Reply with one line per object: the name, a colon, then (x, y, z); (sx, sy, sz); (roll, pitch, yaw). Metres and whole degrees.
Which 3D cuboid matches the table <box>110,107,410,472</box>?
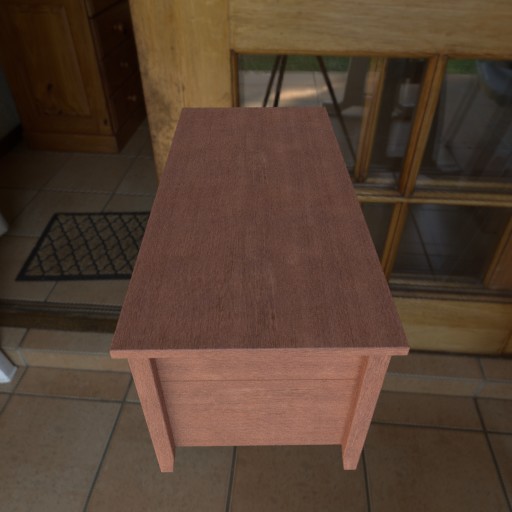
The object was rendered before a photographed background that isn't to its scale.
table: (0.000, 0.000, 1.245); (0.483, 0.457, 1.016); (0, 40, -1)
